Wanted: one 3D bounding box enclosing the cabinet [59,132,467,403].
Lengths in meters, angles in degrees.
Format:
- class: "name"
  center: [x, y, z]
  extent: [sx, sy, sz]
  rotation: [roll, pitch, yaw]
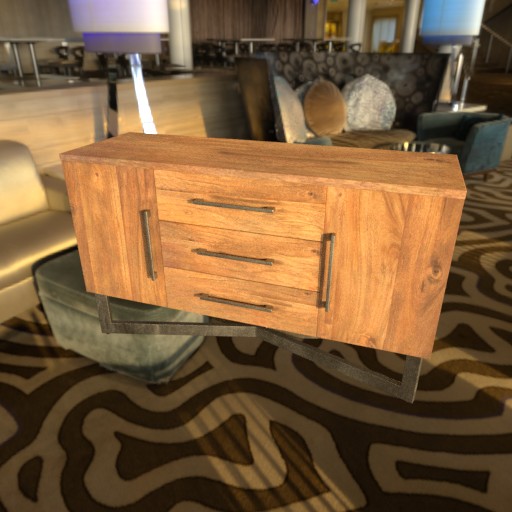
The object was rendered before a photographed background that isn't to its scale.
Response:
- class: "cabinet"
  center: [0.000, 0.000, 1.780]
  extent: [1.373, 0.812, 0.480]
  rotation: [9, 27, 17]
